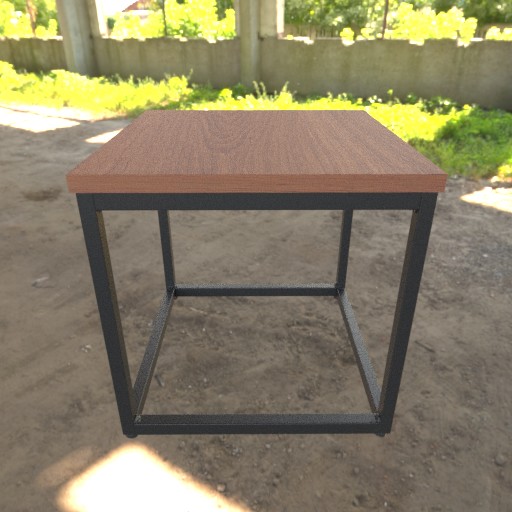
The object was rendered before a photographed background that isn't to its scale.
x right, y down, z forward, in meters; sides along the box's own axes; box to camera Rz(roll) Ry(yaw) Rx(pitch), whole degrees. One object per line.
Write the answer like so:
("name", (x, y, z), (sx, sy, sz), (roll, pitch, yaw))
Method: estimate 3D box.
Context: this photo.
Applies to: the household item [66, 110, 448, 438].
("household item", (0.000, 0.000, 0.733), (0.400, 0.400, 0.400), (0, 27, 0))
